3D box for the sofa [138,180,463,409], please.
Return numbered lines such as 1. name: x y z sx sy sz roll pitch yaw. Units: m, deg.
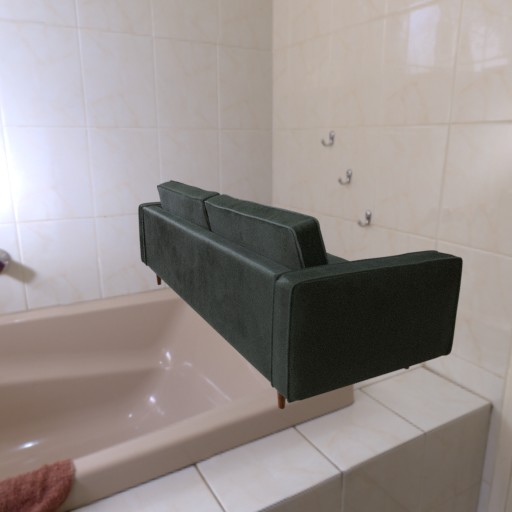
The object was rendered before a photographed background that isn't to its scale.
1. sofa: 0.000 0.000 2.652 0.886 0.781 2.214 -8 16 -27
